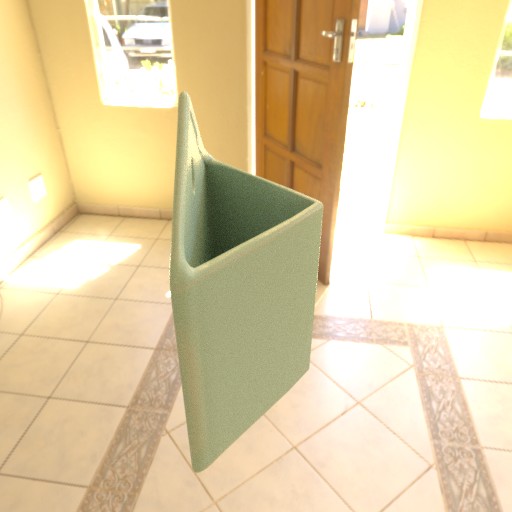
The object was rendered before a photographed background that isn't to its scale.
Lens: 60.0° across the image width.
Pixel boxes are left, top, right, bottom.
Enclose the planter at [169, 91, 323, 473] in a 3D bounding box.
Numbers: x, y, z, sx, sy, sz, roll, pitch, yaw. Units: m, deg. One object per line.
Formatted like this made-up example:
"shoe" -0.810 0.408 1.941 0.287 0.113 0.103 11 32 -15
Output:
"planter" 0.000 0.000 0.277 0.079 0.197 0.164 -1 32 -1
